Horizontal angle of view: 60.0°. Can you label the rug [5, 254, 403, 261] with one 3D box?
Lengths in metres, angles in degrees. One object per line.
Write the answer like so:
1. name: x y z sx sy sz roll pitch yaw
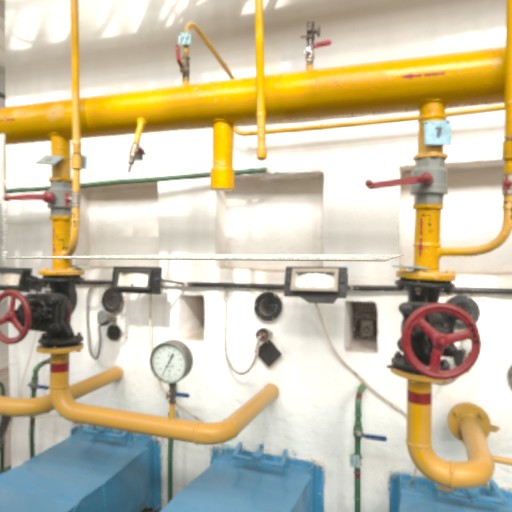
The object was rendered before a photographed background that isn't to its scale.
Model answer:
1. rug: 0.000 0.000 3.853 2.363 0.012 2.980 0 1 20
